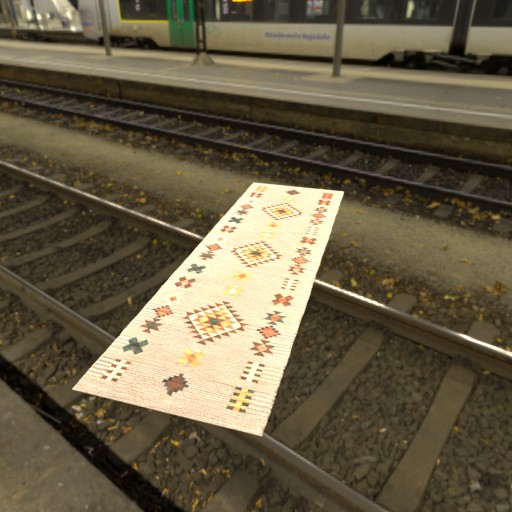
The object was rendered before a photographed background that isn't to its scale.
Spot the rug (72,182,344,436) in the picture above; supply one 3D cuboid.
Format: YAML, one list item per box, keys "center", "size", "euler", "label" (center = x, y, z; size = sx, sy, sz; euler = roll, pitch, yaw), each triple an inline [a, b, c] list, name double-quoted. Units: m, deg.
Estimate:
- center: [0.000, 0.000, 2.636]
  size: [0.766, 0.008, 2.432]
  euler: [8, 30, 14]
  label: "rug"
